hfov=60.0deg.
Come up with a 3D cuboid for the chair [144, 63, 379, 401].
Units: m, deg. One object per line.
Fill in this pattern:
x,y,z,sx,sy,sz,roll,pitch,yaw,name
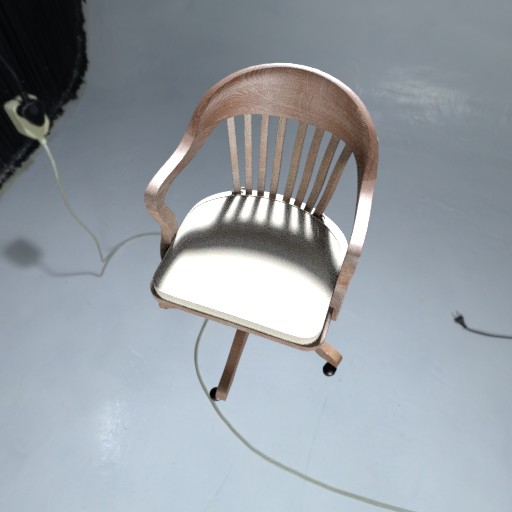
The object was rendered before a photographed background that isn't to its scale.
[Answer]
0.000,0.000,1.445,0.750,0.878,0.788,17,60,10,chair
